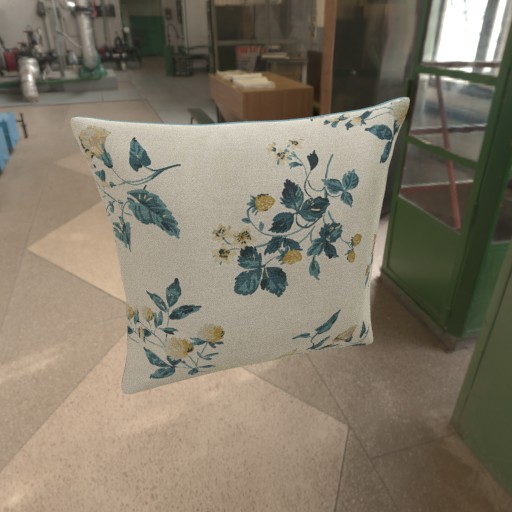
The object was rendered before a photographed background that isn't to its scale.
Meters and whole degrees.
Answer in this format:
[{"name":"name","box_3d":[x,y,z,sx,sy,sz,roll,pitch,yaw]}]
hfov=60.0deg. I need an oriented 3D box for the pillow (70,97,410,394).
[{"name":"pillow","box_3d":[0.000,0.000,0.779,0.526,0.507,0.166,-8,30,-14]}]
